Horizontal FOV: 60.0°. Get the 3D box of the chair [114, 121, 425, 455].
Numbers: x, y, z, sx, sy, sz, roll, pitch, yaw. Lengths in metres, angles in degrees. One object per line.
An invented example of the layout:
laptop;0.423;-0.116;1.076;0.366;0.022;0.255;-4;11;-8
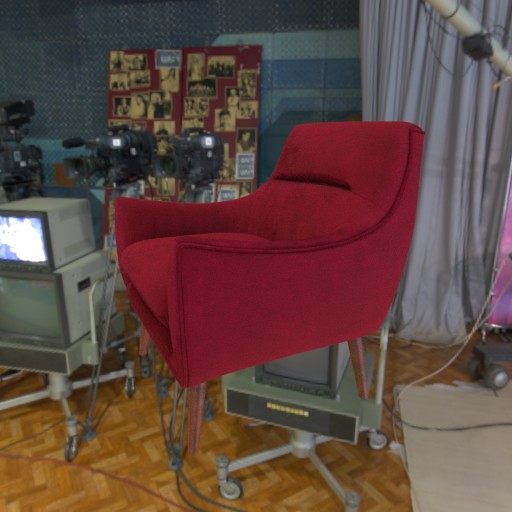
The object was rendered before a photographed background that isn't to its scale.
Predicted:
chair;0.000;0.000;1.435;0.787;0.838;0.762;-8;17;-25
